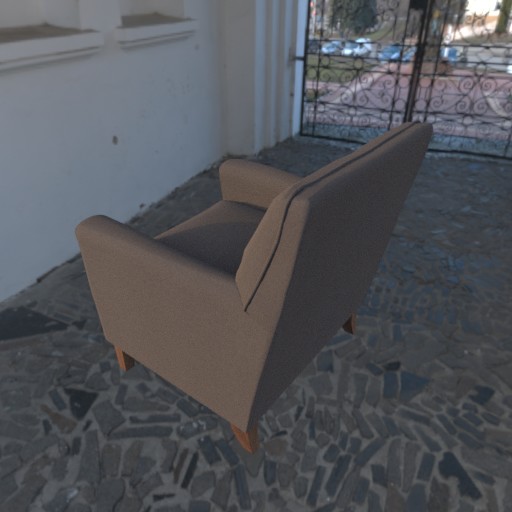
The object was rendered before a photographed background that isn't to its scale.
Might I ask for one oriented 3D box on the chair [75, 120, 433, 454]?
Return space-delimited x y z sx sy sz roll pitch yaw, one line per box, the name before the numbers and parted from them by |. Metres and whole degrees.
chair | 0.000 0.000 1.557 0.831 0.911 0.836 21 37 31
